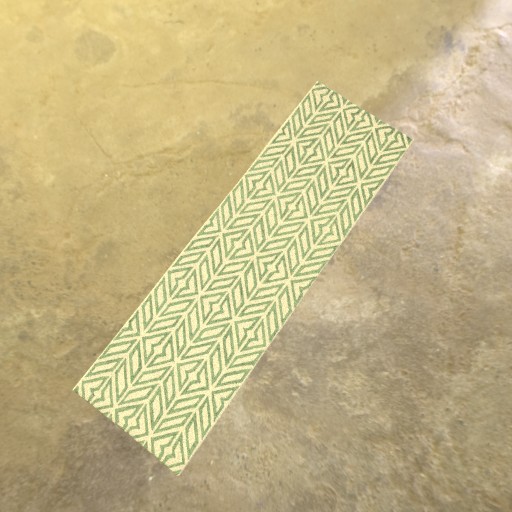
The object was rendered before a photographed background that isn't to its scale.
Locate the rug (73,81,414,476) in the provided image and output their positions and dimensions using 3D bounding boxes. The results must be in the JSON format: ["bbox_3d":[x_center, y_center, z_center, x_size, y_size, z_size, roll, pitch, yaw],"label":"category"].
[{"bbox_3d":[0.000,0.000,2.649,0.750,0.009,2.435,35,78,9],"label":"rug"}]
